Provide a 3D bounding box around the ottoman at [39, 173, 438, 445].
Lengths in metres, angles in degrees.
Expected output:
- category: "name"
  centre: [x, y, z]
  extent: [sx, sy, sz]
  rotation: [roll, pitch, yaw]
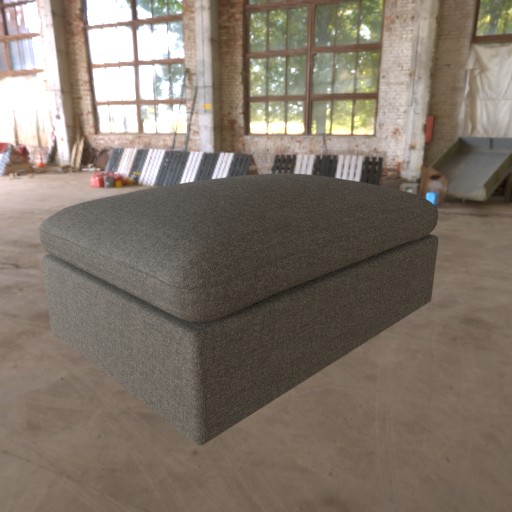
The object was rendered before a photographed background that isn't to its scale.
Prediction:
- category: "ottoman"
  centre: [0.000, 0.000, 1.376]
  extent: [0.711, 0.483, 1.041]
  rotation: [16, 23, 42]
